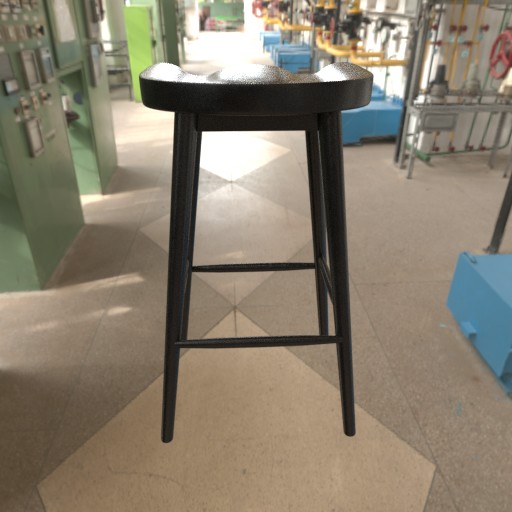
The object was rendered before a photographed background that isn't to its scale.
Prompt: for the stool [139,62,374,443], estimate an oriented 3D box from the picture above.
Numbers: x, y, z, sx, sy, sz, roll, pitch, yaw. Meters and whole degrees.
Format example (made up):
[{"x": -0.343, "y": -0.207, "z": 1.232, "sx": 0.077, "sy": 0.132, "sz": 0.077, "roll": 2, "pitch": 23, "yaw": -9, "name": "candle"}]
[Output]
[{"x": 0.000, "y": 0.000, "z": 0.964, "sx": 0.440, "sy": 0.749, "sz": 0.361, "roll": -1, "pitch": 30, "yaw": -2, "name": "stool"}]
